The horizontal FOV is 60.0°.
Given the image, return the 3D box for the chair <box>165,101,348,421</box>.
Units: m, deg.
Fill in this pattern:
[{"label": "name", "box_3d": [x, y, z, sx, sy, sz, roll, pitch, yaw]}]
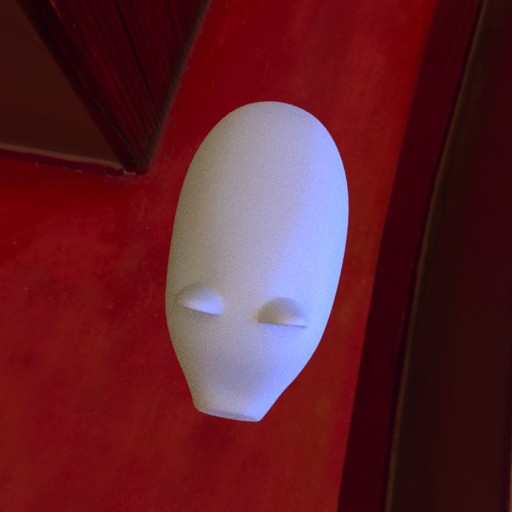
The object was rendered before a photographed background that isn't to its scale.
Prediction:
[{"label": "chair", "box_3d": [0.000, 0.000, 0.878, 0.364, 0.423, 0.619, 9, 75, 2]}]
